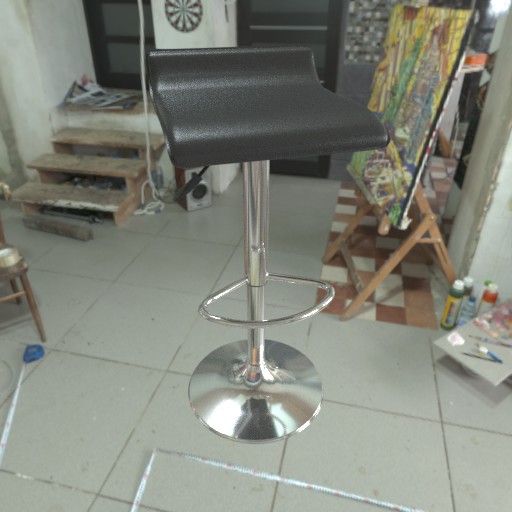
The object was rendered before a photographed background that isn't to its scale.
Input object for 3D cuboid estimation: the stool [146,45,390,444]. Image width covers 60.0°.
[{"bbox_3d":[0.000,0.000,1.033,0.381,0.851,0.381,-8,32,-13],"label":"stool"}]
